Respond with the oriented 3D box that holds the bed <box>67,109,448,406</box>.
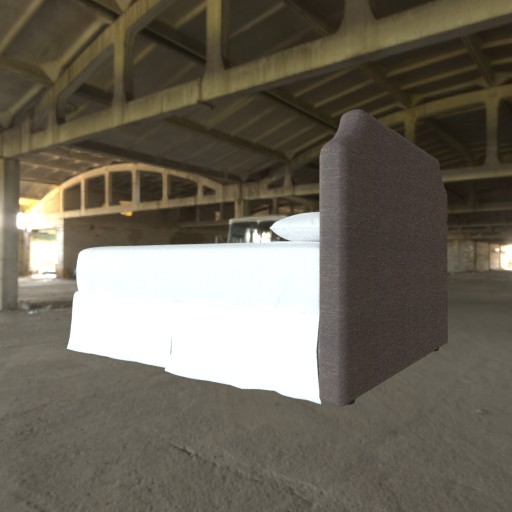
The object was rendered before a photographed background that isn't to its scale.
[{"bbox_3d":[0.000,0.000,3.062,2.116,1.290,1.693,0,0,37],"label":"bed"}]
